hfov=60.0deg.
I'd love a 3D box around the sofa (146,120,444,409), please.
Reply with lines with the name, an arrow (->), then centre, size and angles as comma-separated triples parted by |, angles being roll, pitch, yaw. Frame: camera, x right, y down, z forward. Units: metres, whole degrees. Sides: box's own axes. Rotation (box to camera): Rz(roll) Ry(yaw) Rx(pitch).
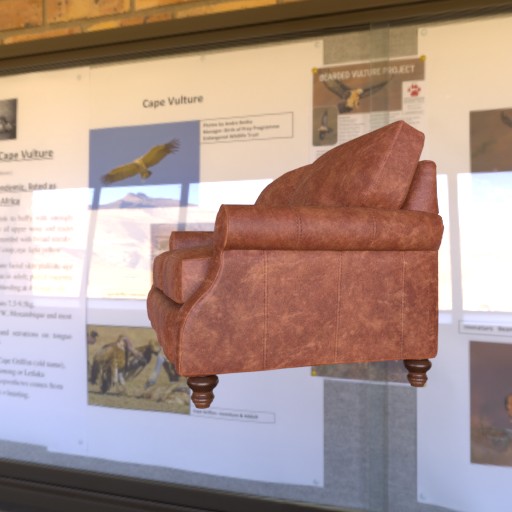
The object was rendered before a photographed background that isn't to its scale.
sofa -> 0.000, 0.000, 2.164 | 0.990, 0.967, 1.616 | 0, 0, -17
